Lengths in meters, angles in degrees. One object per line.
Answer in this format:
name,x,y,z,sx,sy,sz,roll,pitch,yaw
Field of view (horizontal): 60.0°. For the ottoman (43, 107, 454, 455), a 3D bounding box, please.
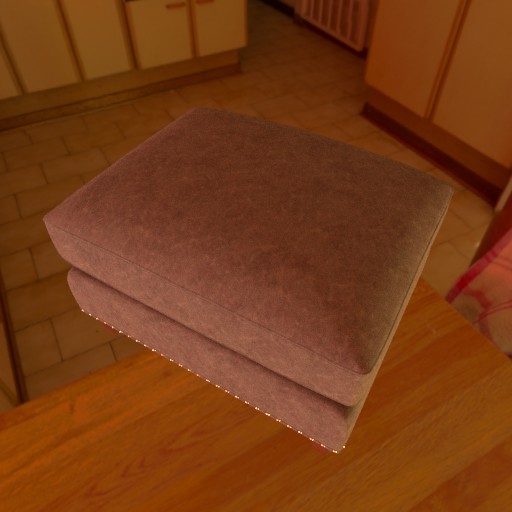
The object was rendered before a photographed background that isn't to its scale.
ottoman,0.000,0.000,1.103,0.741,0.513,0.584,23,51,20
